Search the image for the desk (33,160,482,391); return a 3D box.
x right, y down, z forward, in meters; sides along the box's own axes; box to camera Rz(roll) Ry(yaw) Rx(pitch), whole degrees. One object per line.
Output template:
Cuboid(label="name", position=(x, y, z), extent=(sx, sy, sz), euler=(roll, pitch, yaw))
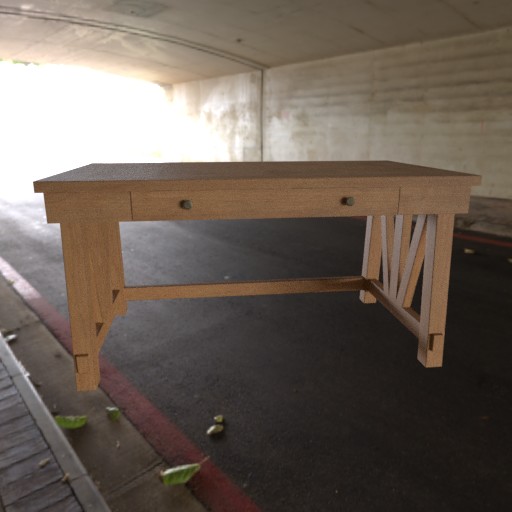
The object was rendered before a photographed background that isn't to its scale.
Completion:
Cuboid(label="desk", position=(0.000, 0.000, 1.956), extent=(1.499, 0.762, 0.813), euler=(-2, 16, -7))
